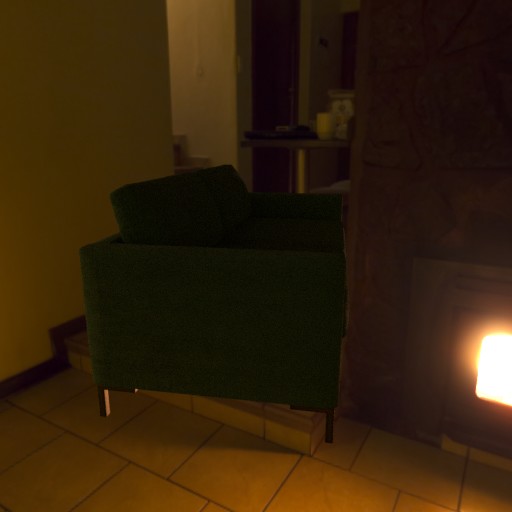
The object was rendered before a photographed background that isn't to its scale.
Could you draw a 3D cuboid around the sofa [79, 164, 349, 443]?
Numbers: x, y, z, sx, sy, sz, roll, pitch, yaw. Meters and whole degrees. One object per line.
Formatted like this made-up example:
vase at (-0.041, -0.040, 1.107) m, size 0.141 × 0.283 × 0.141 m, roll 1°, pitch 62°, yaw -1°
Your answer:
sofa at (0.000, 0.000, 2.177) m, size 0.875 × 0.817 × 1.676 m, roll 3°, pitch 15°, yaw 10°
